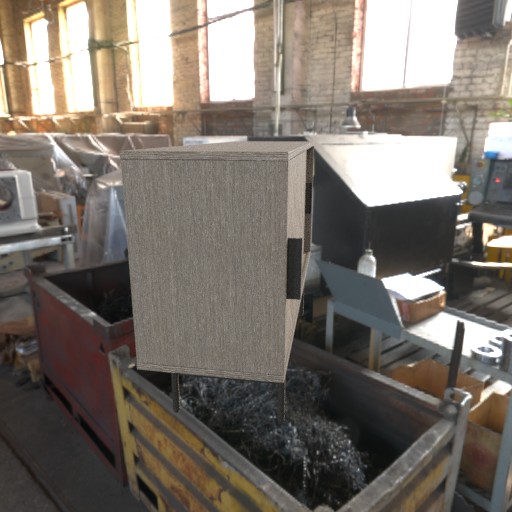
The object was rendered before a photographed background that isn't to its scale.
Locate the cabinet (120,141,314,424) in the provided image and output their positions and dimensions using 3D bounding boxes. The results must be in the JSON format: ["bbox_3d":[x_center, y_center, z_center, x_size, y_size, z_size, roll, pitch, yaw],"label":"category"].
[{"bbox_3d":[0.000,0.000,1.614,0.405,0.787,1.194,3,16,9],"label":"cabinet"}]
